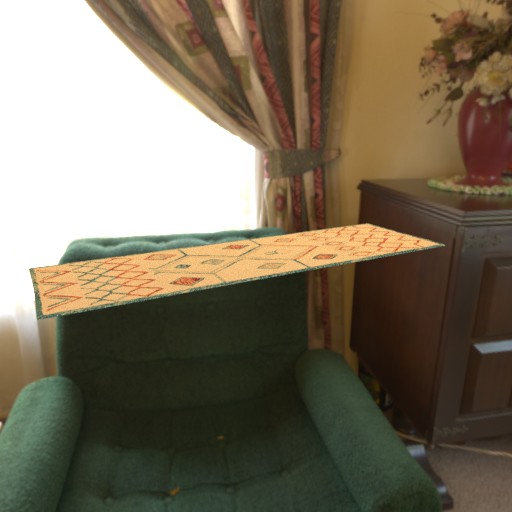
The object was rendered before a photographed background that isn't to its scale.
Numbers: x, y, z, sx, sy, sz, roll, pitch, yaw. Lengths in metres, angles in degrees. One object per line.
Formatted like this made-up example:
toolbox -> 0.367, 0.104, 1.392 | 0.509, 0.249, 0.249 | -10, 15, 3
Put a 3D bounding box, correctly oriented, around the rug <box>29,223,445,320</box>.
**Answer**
rug -> 0.000, 0.000, 2.676 | 2.435, 0.011, 0.750 | -9, 19, -27
